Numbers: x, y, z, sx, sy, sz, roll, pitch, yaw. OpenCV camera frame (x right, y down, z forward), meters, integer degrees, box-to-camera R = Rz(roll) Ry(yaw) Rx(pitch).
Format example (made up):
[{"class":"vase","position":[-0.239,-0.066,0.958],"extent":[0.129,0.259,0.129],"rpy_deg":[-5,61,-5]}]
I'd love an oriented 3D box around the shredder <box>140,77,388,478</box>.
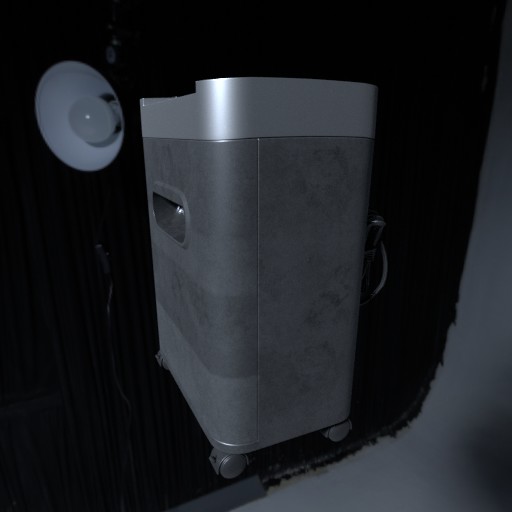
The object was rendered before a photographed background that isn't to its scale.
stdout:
[{"class":"shredder","position":[0.000,0.000,0.599],"extent":[0.237,0.419,0.311],"rpy_deg":[-7,17,-24]}]
